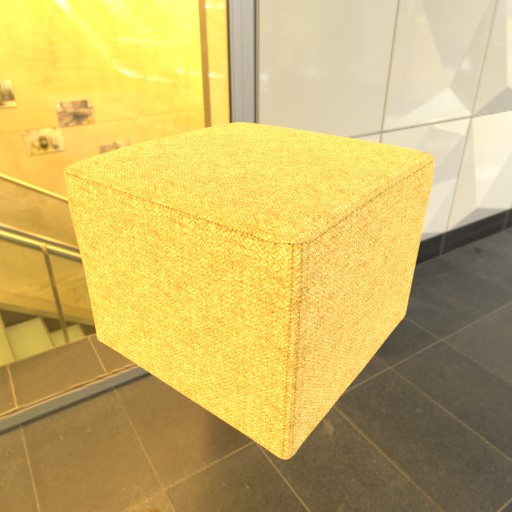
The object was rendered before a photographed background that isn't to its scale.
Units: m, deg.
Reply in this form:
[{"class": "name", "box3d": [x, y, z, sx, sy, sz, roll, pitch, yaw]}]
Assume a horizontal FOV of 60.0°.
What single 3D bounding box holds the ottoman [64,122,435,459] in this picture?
[{"class": "ottoman", "box3d": [0.000, 0.000, 0.906, 0.512, 0.441, 0.505, 20, 34, 33]}]
